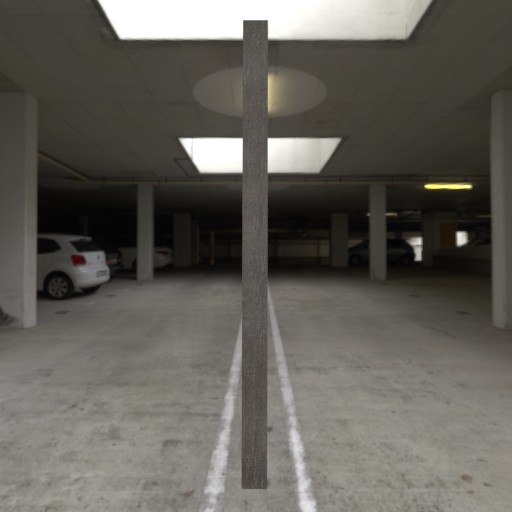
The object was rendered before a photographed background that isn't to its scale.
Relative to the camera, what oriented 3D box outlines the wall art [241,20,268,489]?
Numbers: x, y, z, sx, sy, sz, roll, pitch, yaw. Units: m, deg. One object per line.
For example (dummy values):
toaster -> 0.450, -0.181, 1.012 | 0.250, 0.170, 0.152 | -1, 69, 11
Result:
wall art -> 0.000, 0.000, 0.703 | 0.032, 0.521, 0.421 | 0, -1, 0
